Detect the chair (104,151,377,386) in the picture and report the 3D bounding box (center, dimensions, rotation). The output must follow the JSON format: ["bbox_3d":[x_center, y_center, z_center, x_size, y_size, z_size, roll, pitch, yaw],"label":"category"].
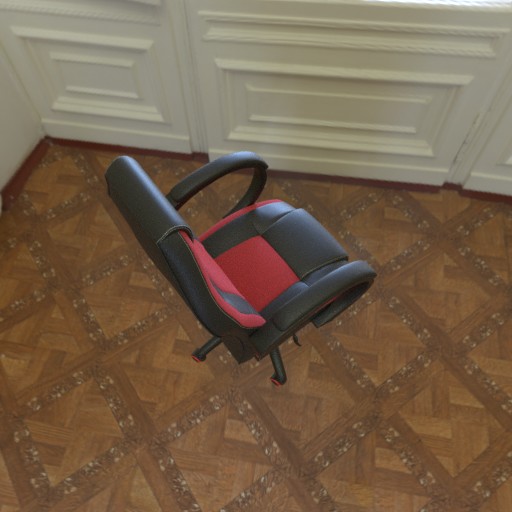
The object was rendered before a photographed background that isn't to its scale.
[{"bbox_3d":[0.000,0.000,1.587,0.724,1.187,0.673,-32,64,-18],"label":"chair"}]
